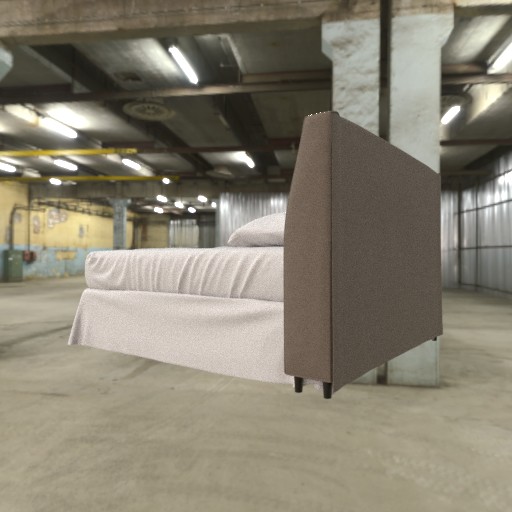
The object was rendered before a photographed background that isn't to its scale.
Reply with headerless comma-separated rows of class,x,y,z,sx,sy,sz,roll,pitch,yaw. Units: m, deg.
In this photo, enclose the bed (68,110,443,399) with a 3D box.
bed,0.000,0.000,3.407,2.276,1.332,1.925,0,-1,37
